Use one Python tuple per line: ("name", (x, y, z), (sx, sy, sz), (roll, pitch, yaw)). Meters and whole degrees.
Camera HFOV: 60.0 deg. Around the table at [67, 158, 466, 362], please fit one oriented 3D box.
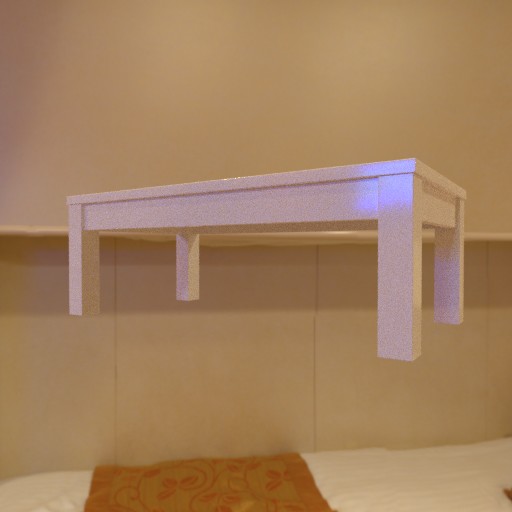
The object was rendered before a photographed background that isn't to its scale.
("table", (0.000, 0.000, 1.683), (1.350, 0.470, 0.700), (1, 1, 34))
